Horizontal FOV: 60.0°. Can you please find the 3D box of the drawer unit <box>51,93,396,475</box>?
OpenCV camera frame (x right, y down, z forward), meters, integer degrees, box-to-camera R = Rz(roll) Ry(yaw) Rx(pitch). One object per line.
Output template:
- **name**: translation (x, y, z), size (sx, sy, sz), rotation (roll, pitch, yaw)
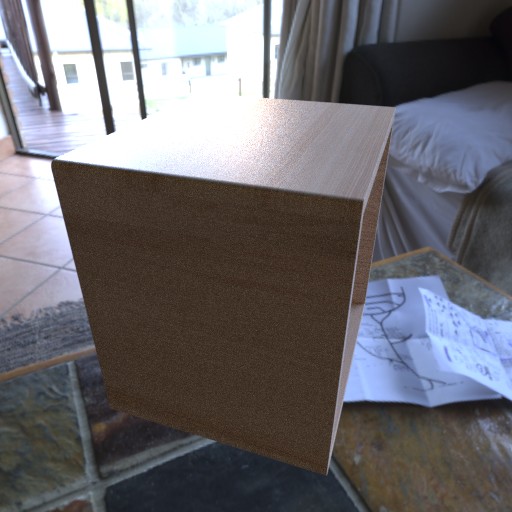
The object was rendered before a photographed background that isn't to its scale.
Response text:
- **drawer unit**: translation (0.000, 0.000, 0.601), size (0.290, 0.344, 0.344), rotation (10, 32, 16)
